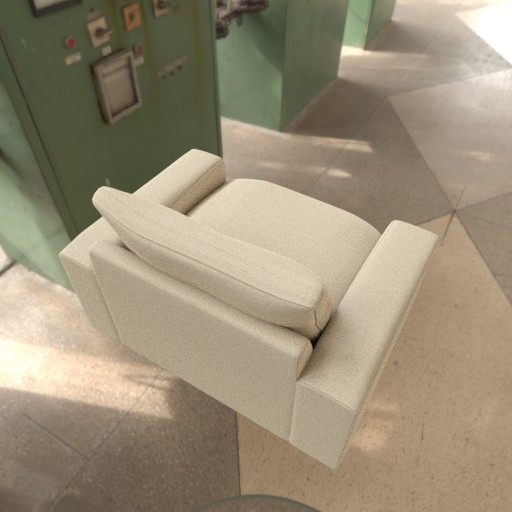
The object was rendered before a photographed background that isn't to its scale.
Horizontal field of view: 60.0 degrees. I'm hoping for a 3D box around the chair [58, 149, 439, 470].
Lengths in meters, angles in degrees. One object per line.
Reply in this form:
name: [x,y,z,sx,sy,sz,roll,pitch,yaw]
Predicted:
chair: [0.000,0.000,2.050,1.398,0.915,1.039,24,50,21]
